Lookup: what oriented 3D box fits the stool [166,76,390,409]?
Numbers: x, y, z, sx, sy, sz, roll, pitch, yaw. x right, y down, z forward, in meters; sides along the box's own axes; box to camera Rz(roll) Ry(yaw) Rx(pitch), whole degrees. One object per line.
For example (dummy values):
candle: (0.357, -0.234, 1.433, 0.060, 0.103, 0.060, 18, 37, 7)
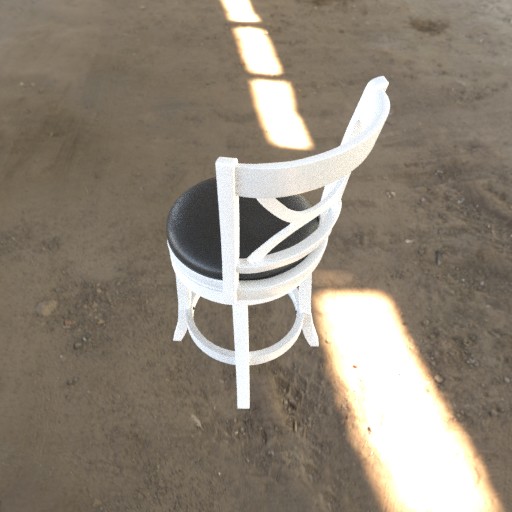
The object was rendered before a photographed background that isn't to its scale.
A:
stool: (0.000, 0.000, 1.208, 0.444, 0.953, 0.508, -34, 55, -29)
